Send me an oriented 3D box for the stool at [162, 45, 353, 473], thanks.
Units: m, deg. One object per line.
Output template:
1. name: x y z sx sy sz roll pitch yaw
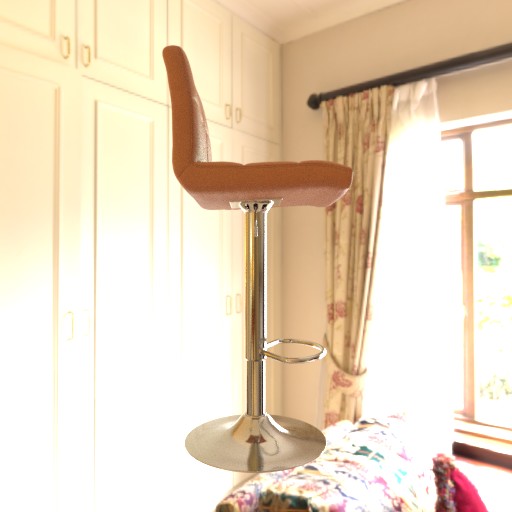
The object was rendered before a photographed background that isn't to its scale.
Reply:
1. stool: 0.000 0.000 1.343 0.505 1.115 0.430 0 -1 -1
